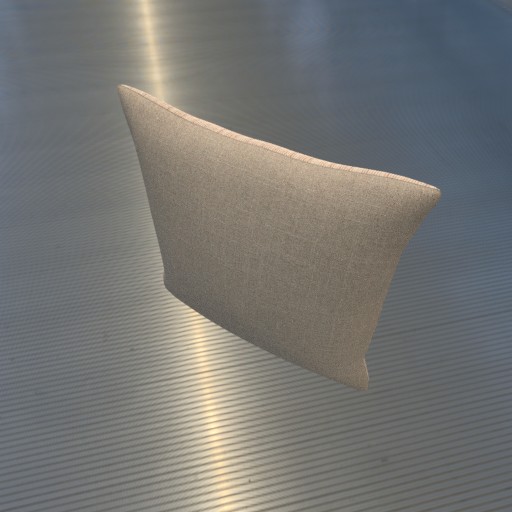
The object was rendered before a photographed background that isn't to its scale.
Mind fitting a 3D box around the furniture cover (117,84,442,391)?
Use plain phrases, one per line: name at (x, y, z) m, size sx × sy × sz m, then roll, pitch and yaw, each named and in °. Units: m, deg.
furniture cover at (0.000, 0.000, 0.782) m, size 0.512 × 0.506 × 0.178 m, roll 24°, pitch 52°, yaw 21°
